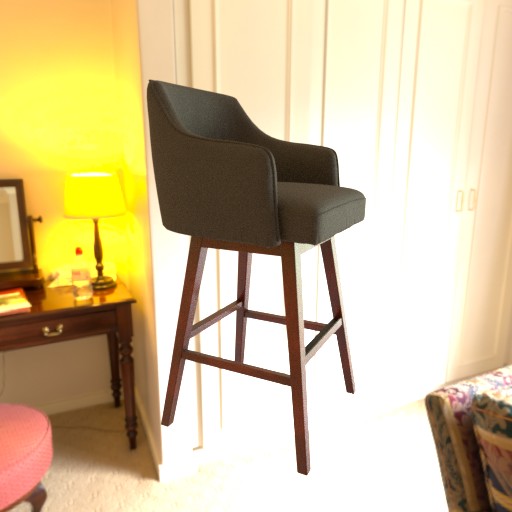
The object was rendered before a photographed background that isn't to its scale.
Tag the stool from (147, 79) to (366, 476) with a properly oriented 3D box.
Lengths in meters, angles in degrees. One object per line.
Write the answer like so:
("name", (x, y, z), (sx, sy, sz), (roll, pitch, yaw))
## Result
("stool", (0.000, 0.000, 1.356), (0.558, 1.012, 0.548), (7, 15, 27))
